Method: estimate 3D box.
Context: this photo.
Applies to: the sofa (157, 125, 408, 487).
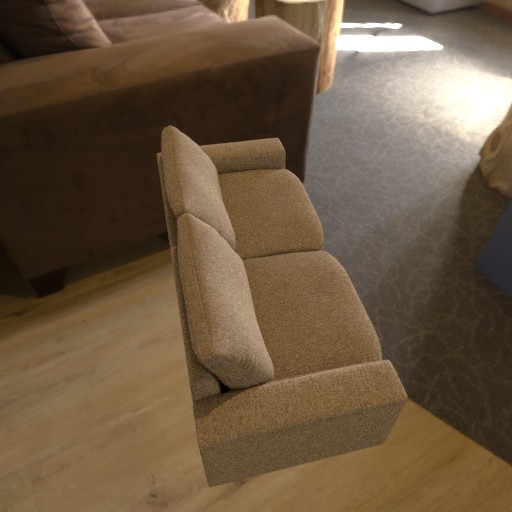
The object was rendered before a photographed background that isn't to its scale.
[{"bbox_3d":[0.000,0.000,2.809,1.040,0.922,2.299,-10,47,-9],"label":"sofa"}]
